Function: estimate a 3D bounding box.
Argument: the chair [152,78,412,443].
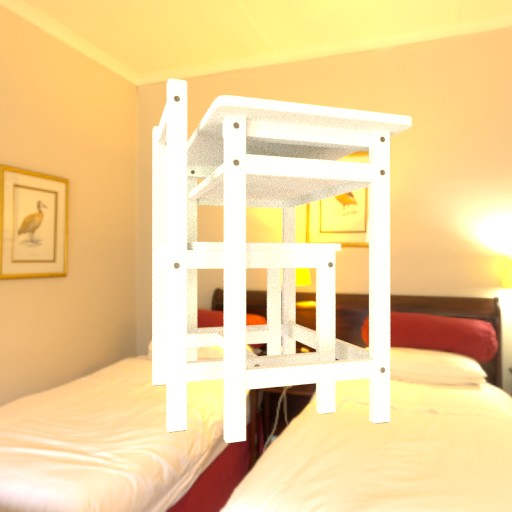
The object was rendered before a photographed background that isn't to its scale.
[{"bbox_3d":[0.000,0.000,1.073,0.461,0.673,0.599,0,0,-18],"label":"chair"}]
